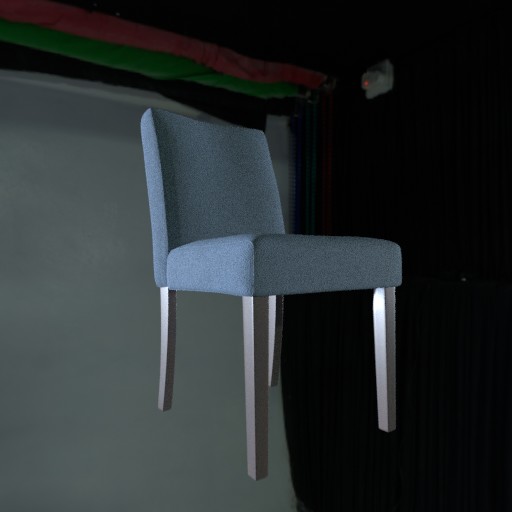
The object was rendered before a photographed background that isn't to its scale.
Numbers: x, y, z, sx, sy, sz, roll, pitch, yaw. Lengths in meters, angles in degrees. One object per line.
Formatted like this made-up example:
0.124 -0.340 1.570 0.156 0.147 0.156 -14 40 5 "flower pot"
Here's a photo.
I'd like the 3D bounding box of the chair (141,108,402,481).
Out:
0.000 0.000 1.236 0.487 0.882 0.629 0 0 -36 "chair"
